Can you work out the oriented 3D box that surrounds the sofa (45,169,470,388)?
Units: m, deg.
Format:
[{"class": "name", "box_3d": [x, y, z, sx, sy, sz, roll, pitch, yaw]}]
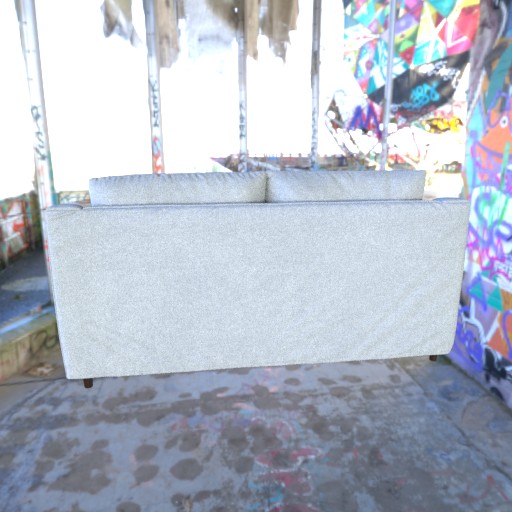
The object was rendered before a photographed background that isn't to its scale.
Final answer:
[{"class": "sofa", "box_3d": [0.000, 0.000, 2.606, 2.010, 1.018, 1.072, -2, 14, -9]}]
